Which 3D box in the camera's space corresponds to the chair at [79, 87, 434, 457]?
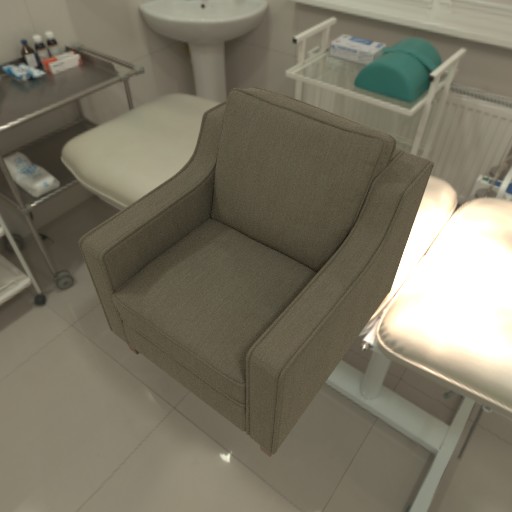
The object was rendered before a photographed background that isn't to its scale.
[{"bbox_3d":[0.000,0.000,1.651,0.831,0.960,0.909,28,52,25],"label":"chair"}]
